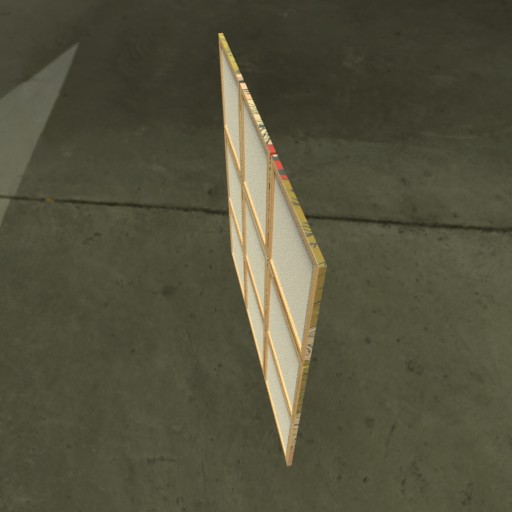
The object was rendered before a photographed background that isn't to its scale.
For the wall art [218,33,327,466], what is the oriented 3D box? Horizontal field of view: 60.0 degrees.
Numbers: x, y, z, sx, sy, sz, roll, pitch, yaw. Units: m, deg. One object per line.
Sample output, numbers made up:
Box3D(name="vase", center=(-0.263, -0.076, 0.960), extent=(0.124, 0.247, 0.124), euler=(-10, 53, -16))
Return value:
Box3D(name="wall art", center=(0.000, 0.000, 1.299), extent=(0.013, 0.913, 0.904), euler=(-10, 48, -9))
